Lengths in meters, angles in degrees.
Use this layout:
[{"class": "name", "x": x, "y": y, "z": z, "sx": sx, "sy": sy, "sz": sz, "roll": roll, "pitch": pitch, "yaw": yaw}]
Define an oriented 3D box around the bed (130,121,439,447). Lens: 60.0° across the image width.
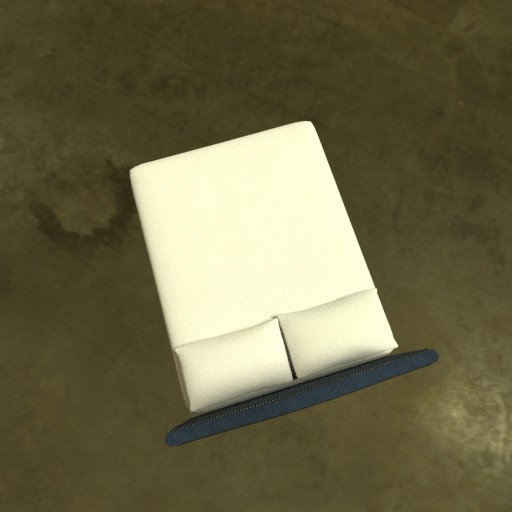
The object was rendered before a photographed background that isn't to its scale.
[{"class": "bed", "x": 0.000, "y": 0.000, "z": 3.330, "sx": 1.713, "sy": 1.518, "sz": 2.153, "roll": -16, "pitch": 76, "yaw": -4}]
